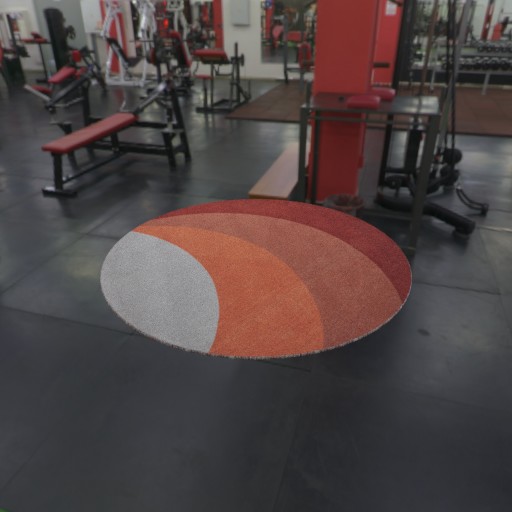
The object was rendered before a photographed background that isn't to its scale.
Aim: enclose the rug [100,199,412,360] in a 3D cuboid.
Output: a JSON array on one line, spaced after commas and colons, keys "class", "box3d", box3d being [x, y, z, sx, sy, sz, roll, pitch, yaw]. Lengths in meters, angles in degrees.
[{"class": "rug", "box3d": [0.000, 0.000, 2.252, 1.514, 0.015, 1.514, 0, 29, 0]}]
